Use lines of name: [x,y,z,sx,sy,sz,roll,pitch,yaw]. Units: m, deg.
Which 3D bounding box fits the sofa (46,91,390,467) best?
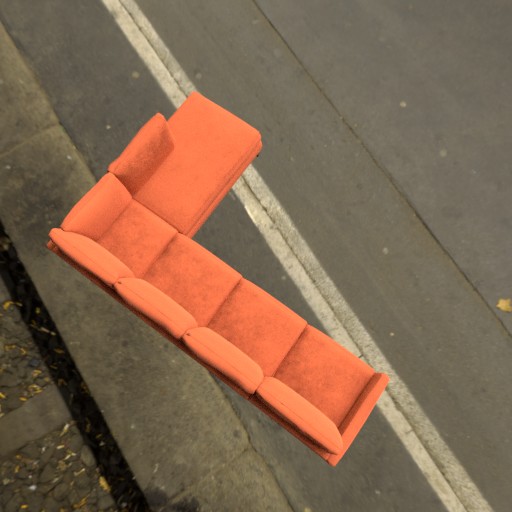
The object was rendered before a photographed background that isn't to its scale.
sofa: [0.000,0.000,3.593,2.736,0.757,1.879,35,78,9]
